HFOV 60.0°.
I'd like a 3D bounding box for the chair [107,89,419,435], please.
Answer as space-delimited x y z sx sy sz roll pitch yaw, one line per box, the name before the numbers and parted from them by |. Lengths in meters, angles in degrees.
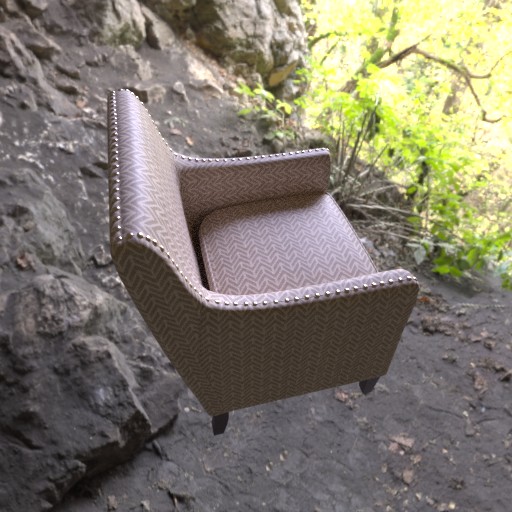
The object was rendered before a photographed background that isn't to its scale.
chair | 0.000 0.000 1.262 0.651 0.816 0.623 -10 46 -10
